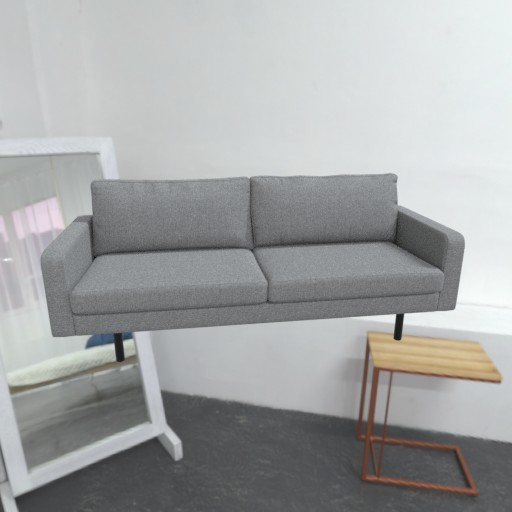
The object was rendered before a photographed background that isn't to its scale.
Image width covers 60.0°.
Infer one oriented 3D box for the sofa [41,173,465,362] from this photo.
[{"bbox_3d":[0.000,0.000,2.678,2.200,0.880,0.880,-3,19,-8],"label":"sofa"}]
